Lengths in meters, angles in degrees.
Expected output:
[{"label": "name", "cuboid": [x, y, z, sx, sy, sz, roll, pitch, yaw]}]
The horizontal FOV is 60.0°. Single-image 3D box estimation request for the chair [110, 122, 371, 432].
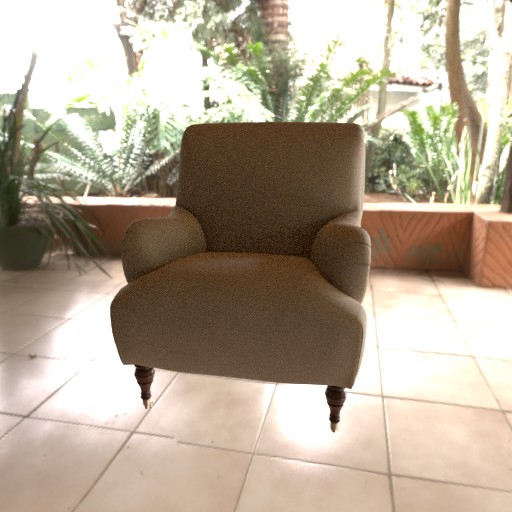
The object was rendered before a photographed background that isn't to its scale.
[{"label": "chair", "cuboid": [0.000, 0.000, 1.589, 0.766, 0.942, 0.842, 3, 15, 11]}]
